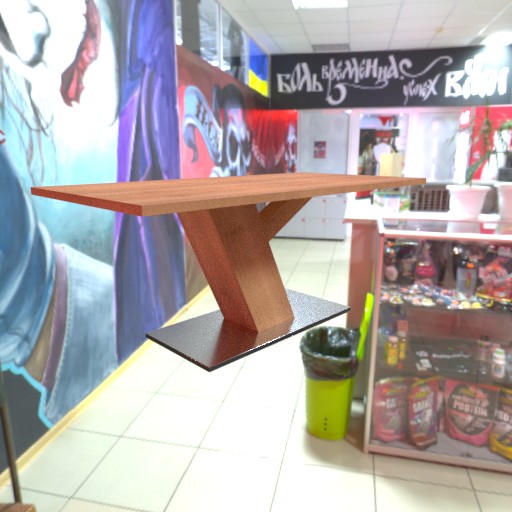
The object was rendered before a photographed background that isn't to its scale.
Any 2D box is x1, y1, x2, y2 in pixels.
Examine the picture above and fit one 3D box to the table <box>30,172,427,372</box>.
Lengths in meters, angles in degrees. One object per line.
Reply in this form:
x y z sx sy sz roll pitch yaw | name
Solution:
0.000 0.000 2.270 1.800 0.750 0.900 -13 19 -43 | table
